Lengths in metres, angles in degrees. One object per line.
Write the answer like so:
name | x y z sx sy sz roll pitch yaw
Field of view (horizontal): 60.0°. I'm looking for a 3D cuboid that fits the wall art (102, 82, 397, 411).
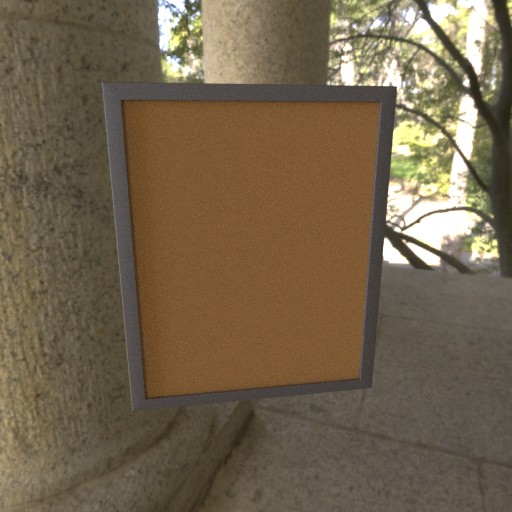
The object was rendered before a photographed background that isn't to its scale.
wall art | 0.000 0.000 0.772 0.458 0.558 0.029 -3 17 -9
